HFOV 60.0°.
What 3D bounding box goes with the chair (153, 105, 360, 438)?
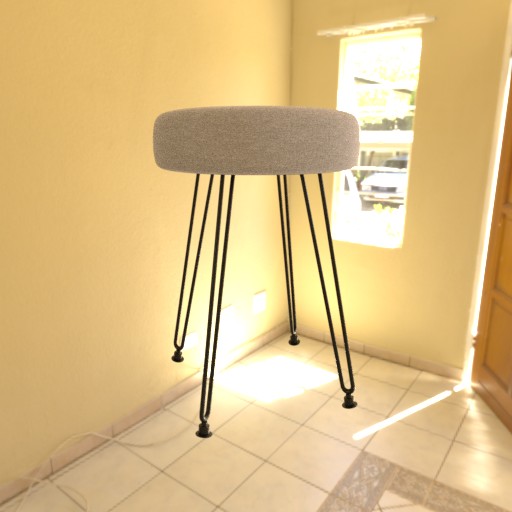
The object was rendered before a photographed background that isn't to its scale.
[{"bbox_3d":[0.000,0.000,0.702,0.350,0.440,0.350,7,16,26],"label":"chair"}]
